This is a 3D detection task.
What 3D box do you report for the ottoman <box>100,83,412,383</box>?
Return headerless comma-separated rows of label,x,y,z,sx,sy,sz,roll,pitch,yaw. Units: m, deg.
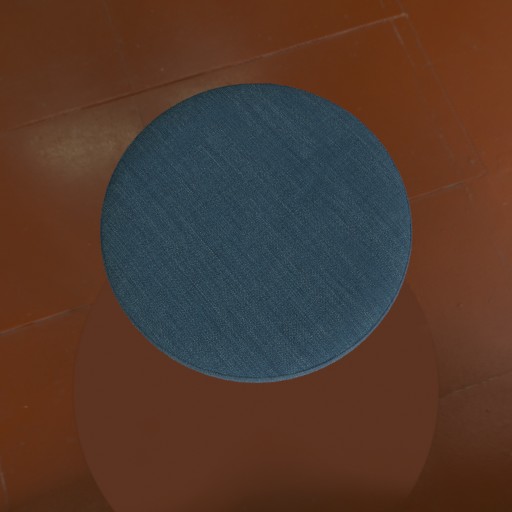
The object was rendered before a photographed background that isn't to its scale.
ottoman,0.000,0.000,0.734,0.398,0.406,0.398,0,75,0
